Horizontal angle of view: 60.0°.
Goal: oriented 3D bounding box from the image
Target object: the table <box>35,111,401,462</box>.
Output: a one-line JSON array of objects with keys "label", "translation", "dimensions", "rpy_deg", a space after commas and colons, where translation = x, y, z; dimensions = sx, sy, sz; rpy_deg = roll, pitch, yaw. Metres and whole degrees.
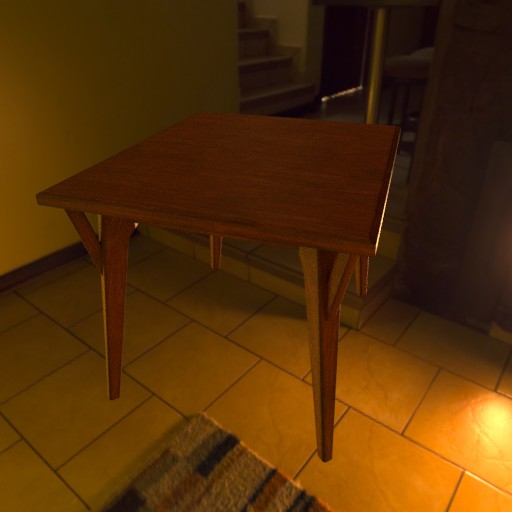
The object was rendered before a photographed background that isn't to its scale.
[{"label": "table", "translation": [0.000, 0.000, 1.591], "dimensions": [0.838, 0.761, 0.991], "rpy_deg": [10, 32, 16]}]
